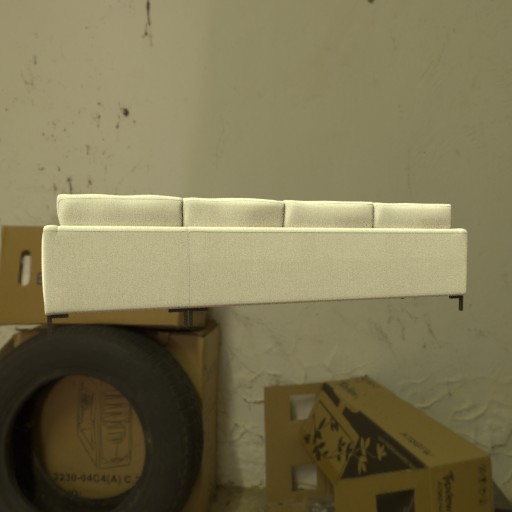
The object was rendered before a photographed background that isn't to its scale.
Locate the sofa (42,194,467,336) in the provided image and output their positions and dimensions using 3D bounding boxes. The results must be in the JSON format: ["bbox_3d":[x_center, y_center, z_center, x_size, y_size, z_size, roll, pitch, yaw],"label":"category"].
[{"bbox_3d":[0.000,0.000,2.917,2.445,0.677,1.126,-1,2,-18],"label":"sofa"}]
